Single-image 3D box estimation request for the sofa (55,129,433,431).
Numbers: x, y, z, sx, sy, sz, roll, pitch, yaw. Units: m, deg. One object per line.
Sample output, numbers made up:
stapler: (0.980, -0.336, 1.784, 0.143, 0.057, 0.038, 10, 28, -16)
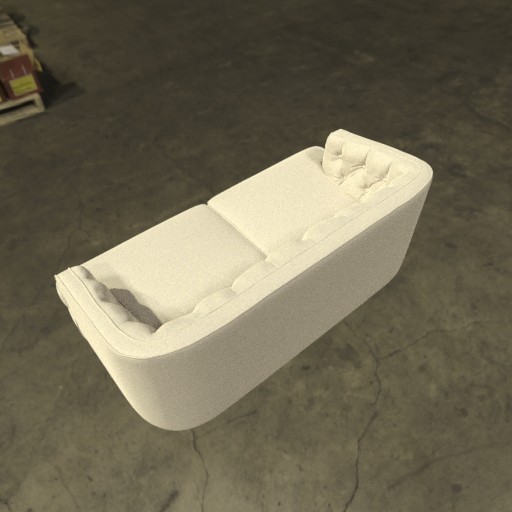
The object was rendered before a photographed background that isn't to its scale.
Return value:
sofa: (0.000, 0.000, 2.258, 1.733, 0.855, 0.941, -32, 55, -25)
